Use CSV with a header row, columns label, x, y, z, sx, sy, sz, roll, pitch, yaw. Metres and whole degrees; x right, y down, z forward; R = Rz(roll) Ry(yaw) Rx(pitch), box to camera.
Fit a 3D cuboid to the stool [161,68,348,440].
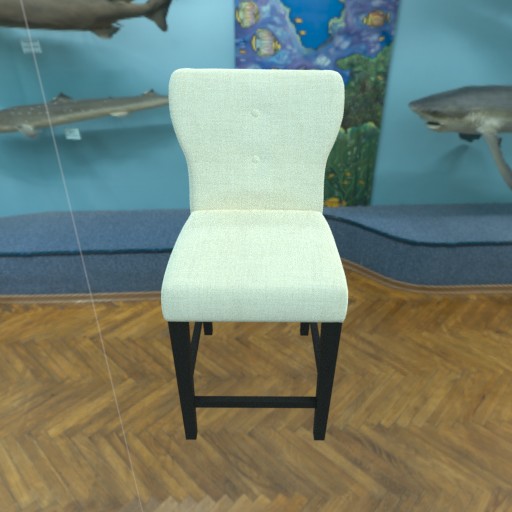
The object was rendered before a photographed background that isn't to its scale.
label,x,y,z,sx,sy,sz,roll,pitch,yaw
stool,0.000,0.000,1.331,0.514,0.972,0.603,0,31,0
